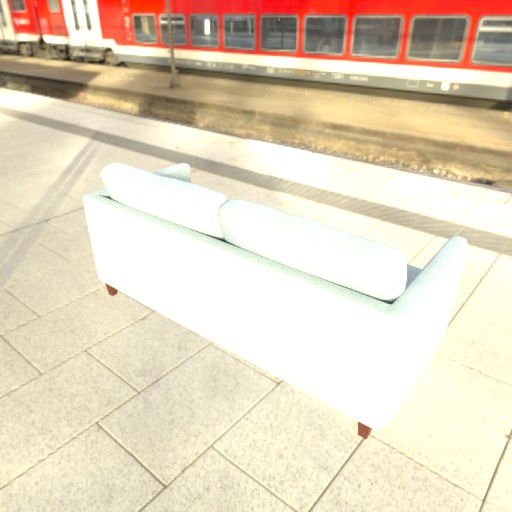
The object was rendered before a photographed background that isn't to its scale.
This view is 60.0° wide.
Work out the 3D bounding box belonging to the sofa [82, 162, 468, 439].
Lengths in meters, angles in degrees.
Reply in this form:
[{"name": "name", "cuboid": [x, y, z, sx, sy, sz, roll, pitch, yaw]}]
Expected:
[{"name": "sofa", "cuboid": [0.000, 0.000, 2.760, 2.208, 0.965, 0.951, 21, 35, 32]}]
